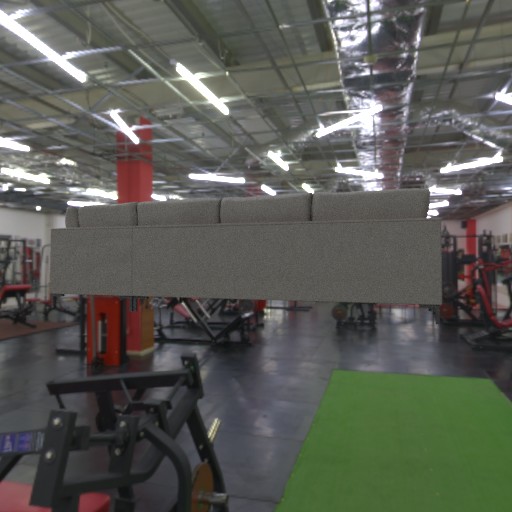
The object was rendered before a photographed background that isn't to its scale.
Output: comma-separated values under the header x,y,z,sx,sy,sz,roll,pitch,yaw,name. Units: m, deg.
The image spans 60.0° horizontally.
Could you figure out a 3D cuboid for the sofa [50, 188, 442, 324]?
x,y,z,sx,sy,sz,roll,pitch,yaw,name
0.000,0.000,4.506,3.331,0.964,2.077,0,-1,18,sofa
